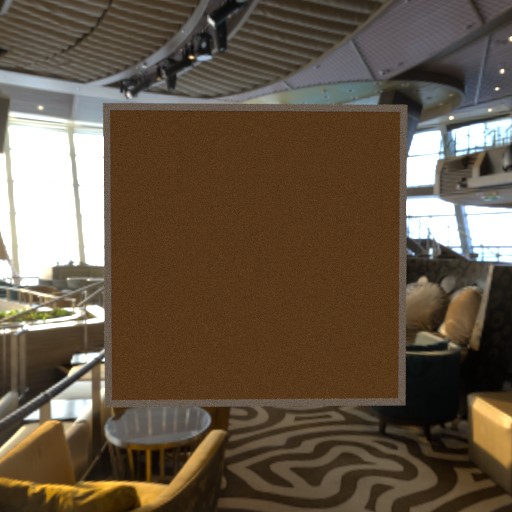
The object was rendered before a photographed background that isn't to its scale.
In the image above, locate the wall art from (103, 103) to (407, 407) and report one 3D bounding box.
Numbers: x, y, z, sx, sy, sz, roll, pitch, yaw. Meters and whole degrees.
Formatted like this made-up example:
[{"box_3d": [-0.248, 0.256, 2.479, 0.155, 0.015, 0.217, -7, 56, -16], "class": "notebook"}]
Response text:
[{"box_3d": [0.000, 0.000, 1.135, 0.762, 0.762, 0.038, 0, 1, -1], "class": "wall art"}]
